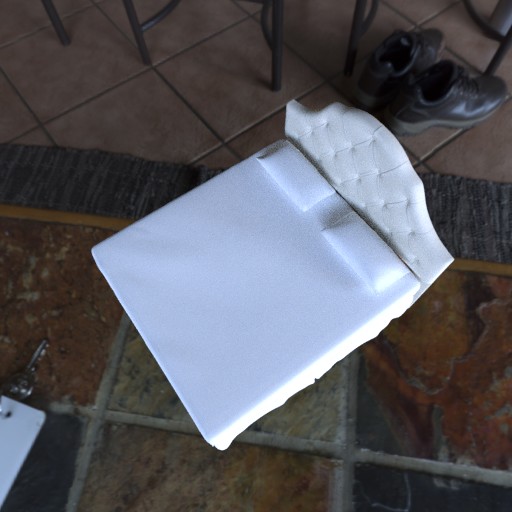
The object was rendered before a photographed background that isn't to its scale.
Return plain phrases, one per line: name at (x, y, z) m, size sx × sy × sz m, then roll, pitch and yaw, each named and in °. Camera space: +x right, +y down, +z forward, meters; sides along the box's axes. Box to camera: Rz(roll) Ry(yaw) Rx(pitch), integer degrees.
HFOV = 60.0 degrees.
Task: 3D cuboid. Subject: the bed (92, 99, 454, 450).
bed at (0.000, 0.000, 3.573) m, size 2.214 × 1.615 × 2.008 m, roll -33°, pitch 69°, yaw -15°
